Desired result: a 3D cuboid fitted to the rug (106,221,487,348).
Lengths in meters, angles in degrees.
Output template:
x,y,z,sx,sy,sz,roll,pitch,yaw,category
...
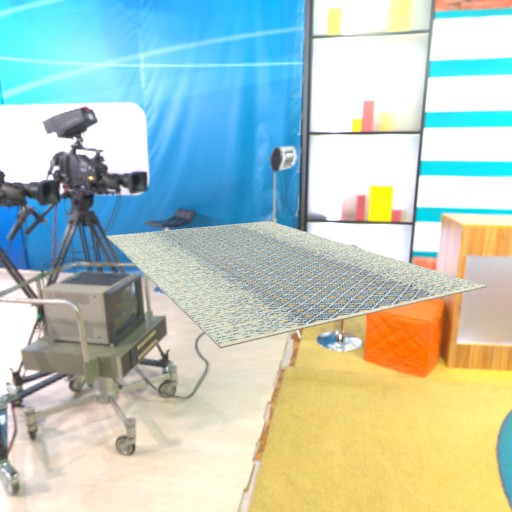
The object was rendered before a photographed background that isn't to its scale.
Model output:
x,y,z,sx,sy,sz,roll,pitch,yaw,category
0.000,0.000,2.359,1.219,0.005,1.828,-8,16,-27,rug
